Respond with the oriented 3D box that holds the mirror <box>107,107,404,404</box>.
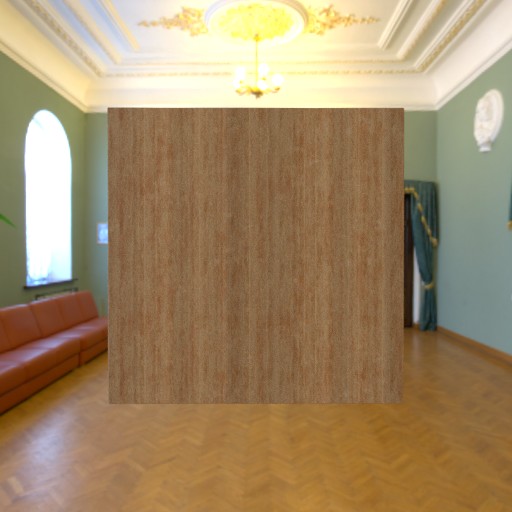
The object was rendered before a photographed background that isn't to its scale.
[{"bbox_3d":[0.000,0.000,0.998,0.651,0.651,0.047,0,0,0],"label":"mirror"}]
